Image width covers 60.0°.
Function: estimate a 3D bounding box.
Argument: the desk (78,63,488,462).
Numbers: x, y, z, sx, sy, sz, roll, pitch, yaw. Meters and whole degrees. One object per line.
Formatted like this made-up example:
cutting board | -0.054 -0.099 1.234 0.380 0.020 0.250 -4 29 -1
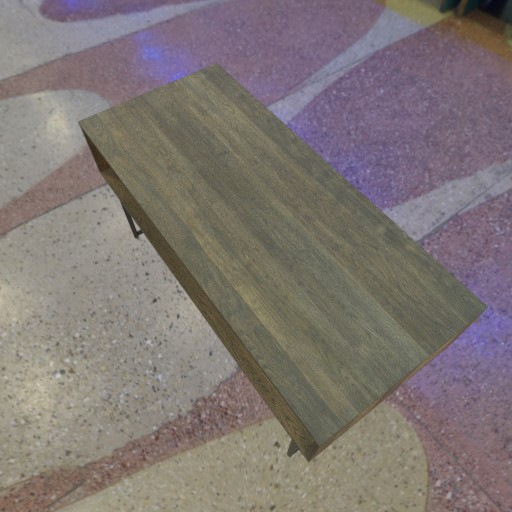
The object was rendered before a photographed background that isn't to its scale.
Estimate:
desk | 0.000 0.000 1.994 0.730 0.780 1.600 -31 63 -18
